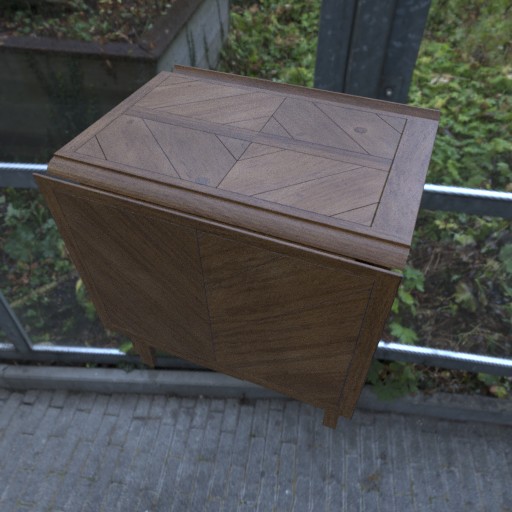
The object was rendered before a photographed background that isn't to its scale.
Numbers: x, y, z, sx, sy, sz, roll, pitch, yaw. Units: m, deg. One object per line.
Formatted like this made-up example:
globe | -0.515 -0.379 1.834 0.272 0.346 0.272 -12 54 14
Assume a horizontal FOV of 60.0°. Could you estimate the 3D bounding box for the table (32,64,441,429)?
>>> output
table | 0.000 0.000 1.264 0.746 0.763 0.591 16 48 15
